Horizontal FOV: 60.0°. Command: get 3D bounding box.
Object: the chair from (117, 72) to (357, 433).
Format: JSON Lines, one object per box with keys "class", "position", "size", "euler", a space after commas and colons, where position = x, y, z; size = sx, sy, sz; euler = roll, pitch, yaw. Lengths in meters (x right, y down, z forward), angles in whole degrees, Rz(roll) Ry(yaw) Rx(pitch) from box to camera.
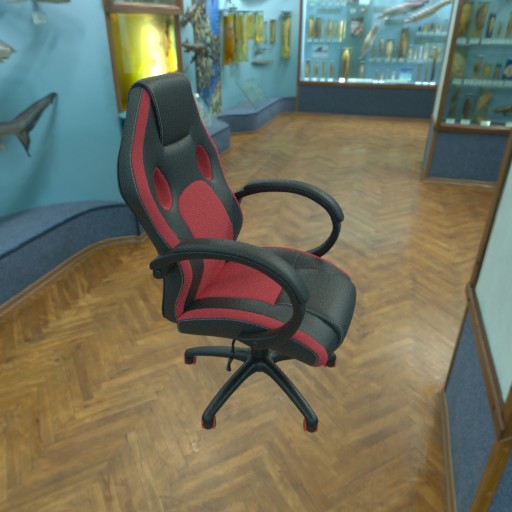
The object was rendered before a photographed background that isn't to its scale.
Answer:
{"class": "chair", "position": [0.000, 0.000, 1.585], "size": [0.724, 1.187, 0.673], "euler": [9, 29, 17]}
